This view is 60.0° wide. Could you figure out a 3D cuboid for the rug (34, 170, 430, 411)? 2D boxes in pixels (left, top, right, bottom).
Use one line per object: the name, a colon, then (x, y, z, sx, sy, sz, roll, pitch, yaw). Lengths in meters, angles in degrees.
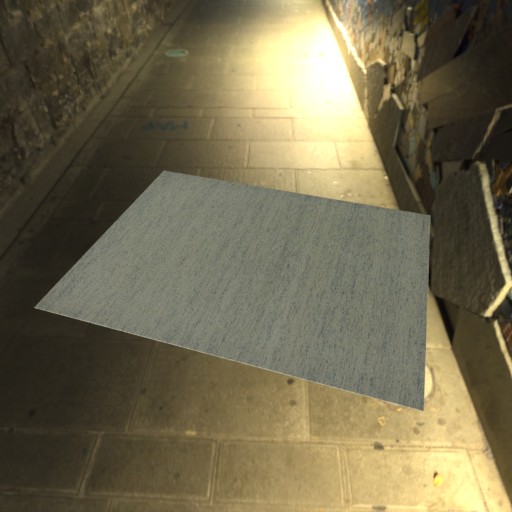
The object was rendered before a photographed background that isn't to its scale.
rug: (0.000, 0.000, 4.300, 3.197, 0.006, 2.438, 12, 42, 13)
